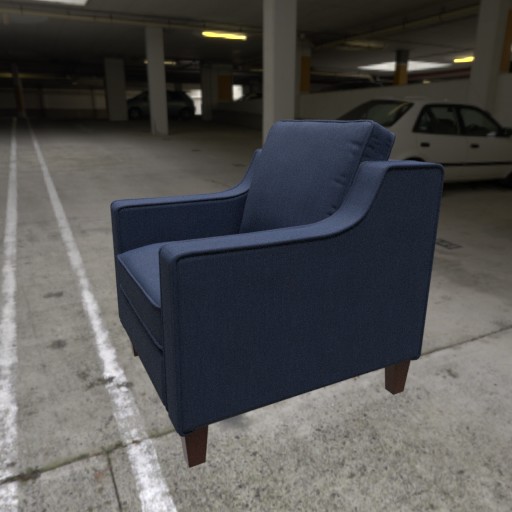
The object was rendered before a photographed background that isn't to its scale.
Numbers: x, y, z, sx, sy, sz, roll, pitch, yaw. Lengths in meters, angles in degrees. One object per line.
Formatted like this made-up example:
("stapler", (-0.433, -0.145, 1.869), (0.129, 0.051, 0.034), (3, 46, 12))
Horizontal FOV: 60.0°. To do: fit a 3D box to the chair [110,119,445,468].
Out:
("chair", (0.000, 0.000, 1.631), (0.909, 0.960, 0.831), (-9, 19, -26))
